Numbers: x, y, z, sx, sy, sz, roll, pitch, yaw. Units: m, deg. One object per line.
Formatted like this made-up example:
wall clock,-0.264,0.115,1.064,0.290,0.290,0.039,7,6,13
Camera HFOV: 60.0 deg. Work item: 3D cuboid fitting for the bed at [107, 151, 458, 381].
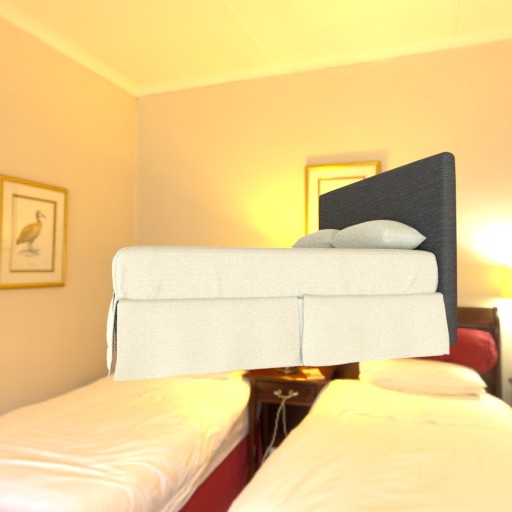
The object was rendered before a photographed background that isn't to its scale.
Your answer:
bed,0.000,0.000,3.360,2.142,1.330,1.884,0,-2,-18
